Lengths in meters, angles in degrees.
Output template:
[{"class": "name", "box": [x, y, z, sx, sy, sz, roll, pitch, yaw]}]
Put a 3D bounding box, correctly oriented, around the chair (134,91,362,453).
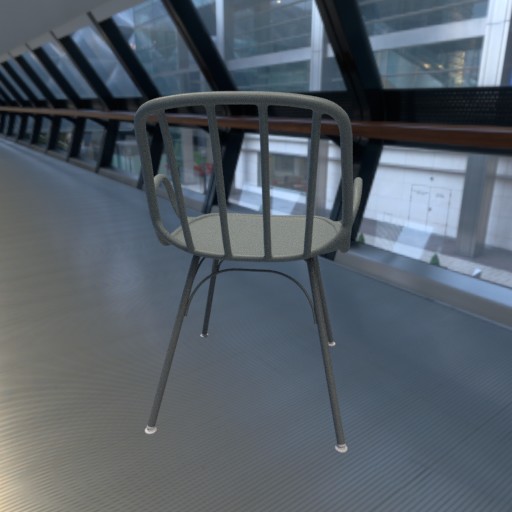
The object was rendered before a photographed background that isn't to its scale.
[{"class": "chair", "box": [0.000, 0.000, 1.209, 0.549, 0.816, 0.597, 2, 18, 7]}]
